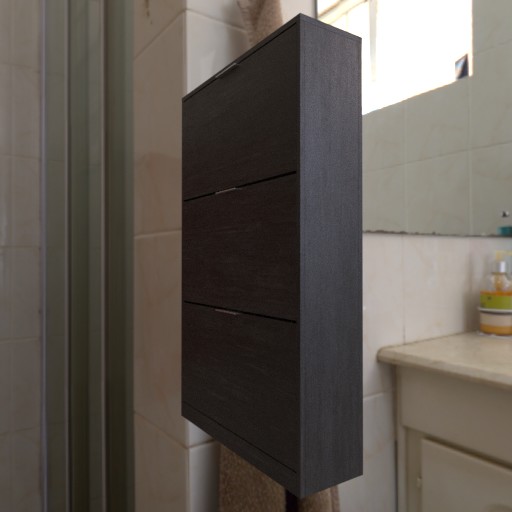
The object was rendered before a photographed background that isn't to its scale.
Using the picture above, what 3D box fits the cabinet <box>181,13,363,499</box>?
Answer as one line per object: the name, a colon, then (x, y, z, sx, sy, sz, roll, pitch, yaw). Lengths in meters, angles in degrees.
cabinet: (0.000, 0.000, 1.539, 0.250, 1.280, 0.750, 0, -1, -34)
